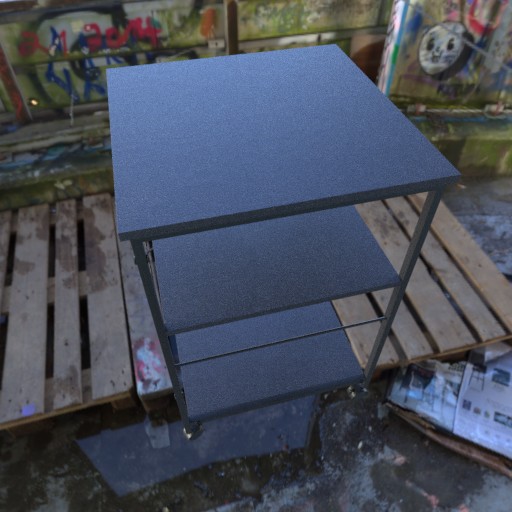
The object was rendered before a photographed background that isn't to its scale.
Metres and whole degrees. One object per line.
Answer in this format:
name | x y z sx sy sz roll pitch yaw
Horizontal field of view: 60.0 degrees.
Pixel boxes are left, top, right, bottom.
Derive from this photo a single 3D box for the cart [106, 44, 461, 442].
cart | 0.000 0.000 1.088 0.520 0.762 0.521 -11 48 -10
